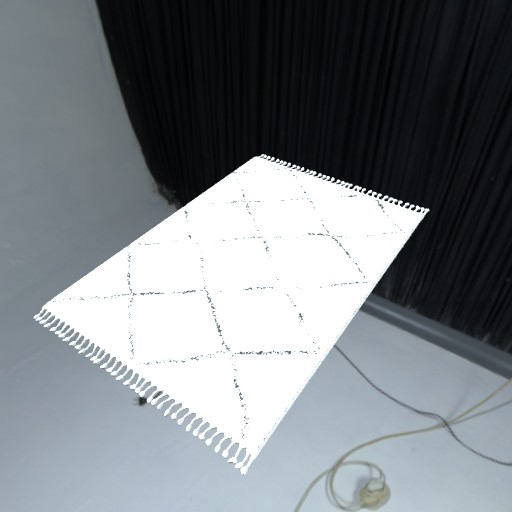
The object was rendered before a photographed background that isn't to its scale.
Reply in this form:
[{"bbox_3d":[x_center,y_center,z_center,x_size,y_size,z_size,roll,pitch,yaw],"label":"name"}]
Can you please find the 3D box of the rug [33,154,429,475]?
[{"bbox_3d":[0.000,0.000,2.865,1.494,0.031,2.307,25,47,25],"label":"rug"}]
